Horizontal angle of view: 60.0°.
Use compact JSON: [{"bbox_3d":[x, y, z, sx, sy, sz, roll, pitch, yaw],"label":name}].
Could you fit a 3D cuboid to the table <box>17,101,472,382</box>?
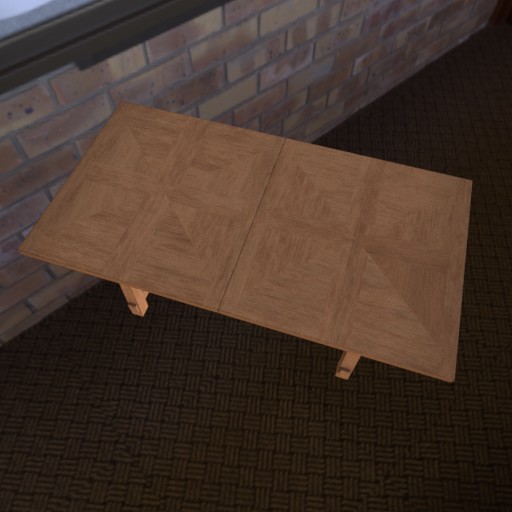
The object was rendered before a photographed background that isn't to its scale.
[{"bbox_3d":[0.000,0.000,2.380,1.881,0.768,1.016,15,60,9],"label":"table"}]
